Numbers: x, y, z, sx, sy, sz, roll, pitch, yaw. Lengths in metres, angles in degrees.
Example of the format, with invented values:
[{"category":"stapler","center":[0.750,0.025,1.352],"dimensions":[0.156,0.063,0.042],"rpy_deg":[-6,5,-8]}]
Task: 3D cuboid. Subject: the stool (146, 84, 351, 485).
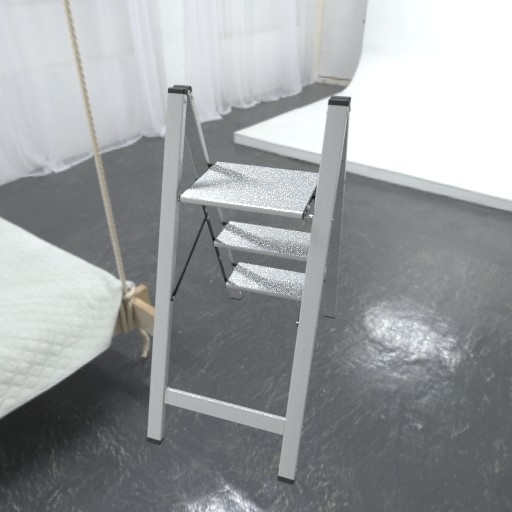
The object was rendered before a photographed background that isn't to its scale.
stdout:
[{"category":"stool","center":[0.000,0.000,1.272],"dimensions":[0.441,0.902,0.730],"rpy_deg":[10,34,15]}]
